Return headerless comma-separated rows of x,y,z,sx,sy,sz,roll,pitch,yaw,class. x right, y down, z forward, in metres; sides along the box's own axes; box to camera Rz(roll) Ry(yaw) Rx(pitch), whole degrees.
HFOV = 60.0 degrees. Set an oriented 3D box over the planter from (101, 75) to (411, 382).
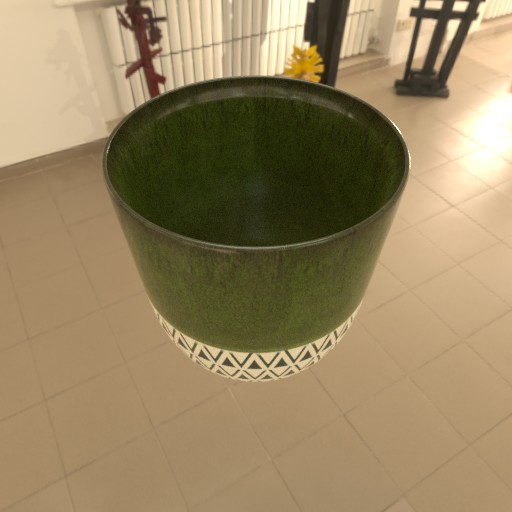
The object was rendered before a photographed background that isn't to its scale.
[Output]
0.000,0.000,0.458,0.245,0.270,0.245,0,47,0,planter
